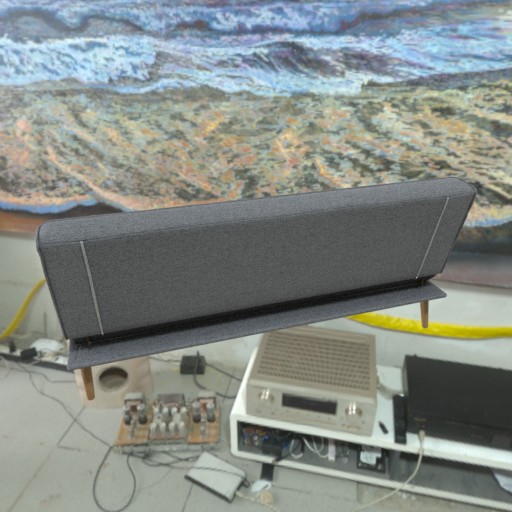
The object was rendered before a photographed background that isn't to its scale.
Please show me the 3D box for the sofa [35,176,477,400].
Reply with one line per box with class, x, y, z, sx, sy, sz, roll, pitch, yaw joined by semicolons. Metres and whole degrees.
sofa;0.000;0.000;2.237;1.820;0.830;0.810;-8;28;-16
